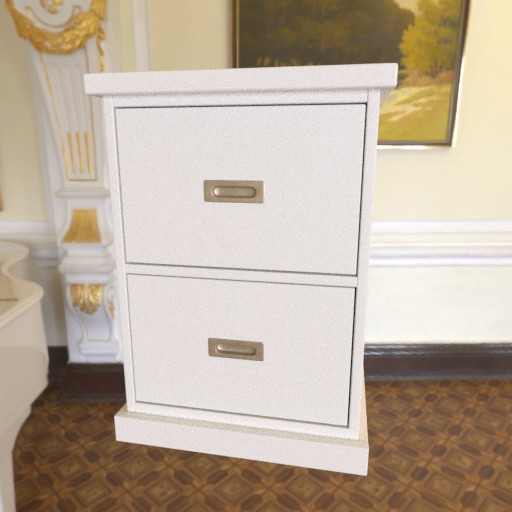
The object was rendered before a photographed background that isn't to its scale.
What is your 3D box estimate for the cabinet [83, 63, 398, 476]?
[{"bbox_3d":[0.000,0.000,1.001,0.520,0.723,0.431,3,14,11],"label":"cabinet"}]
